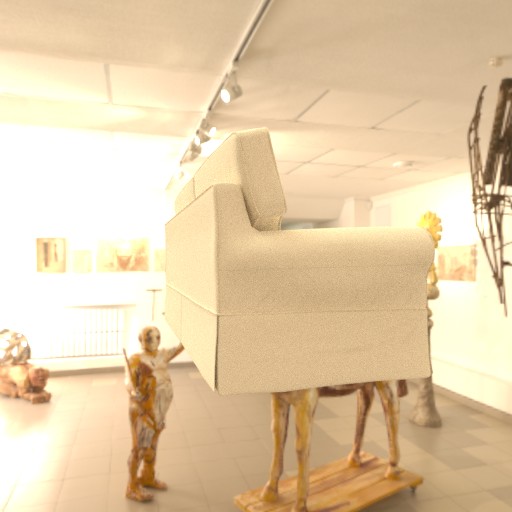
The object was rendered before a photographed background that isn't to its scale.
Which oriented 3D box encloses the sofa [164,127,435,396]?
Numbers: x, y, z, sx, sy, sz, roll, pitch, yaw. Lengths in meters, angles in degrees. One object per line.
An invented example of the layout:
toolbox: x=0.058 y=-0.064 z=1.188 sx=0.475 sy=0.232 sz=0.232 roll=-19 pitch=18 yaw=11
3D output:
sofa: x=0.000 y=0.000 z=2.502 sx=0.862 sy=0.937 sz=2.021 roll=0 pitch=0 yaw=-17
